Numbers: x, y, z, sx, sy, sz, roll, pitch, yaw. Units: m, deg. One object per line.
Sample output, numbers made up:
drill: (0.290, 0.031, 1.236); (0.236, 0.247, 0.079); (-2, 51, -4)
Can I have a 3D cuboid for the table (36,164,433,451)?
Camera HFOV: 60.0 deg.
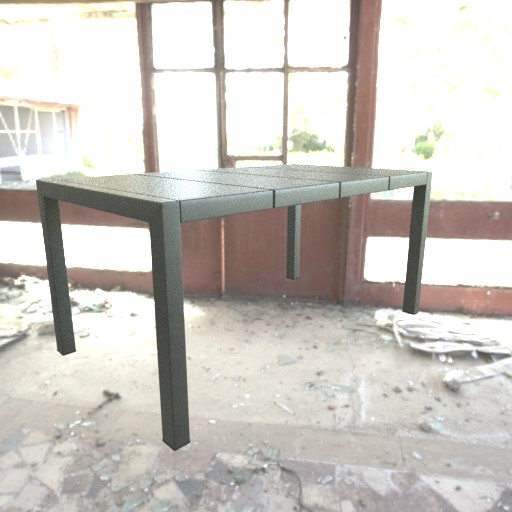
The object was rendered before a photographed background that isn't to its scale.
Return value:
table: (0.000, 0.000, 1.275); (0.965, 0.460, 0.559); (-14, 21, -42)
